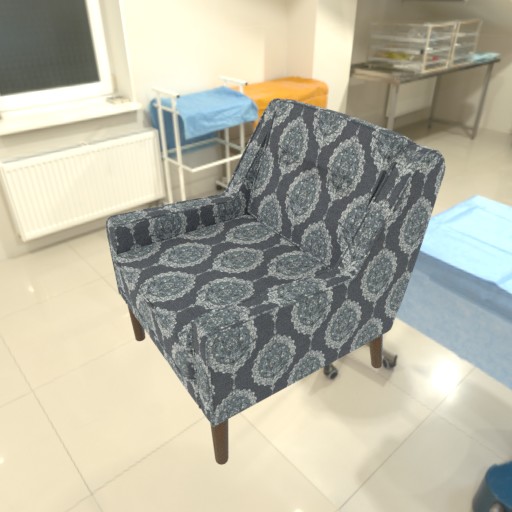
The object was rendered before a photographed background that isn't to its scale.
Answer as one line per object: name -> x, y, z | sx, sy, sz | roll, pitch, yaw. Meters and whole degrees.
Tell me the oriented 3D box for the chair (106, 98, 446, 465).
chair -> 0.000, 0.000, 1.355 | 0.743, 0.792, 0.663 | -20, 38, -28
